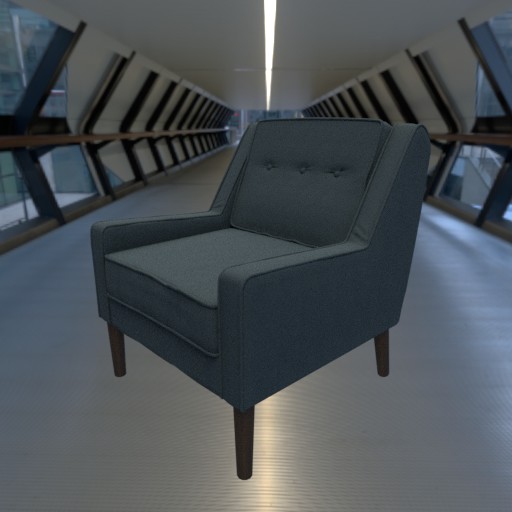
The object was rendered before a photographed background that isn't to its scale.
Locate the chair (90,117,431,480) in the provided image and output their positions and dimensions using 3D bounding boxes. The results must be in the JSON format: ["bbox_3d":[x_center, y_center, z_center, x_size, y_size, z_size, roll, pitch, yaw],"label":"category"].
[{"bbox_3d":[0.000,0.000,1.304,0.733,0.780,0.663,-16,23,-42],"label":"chair"}]
